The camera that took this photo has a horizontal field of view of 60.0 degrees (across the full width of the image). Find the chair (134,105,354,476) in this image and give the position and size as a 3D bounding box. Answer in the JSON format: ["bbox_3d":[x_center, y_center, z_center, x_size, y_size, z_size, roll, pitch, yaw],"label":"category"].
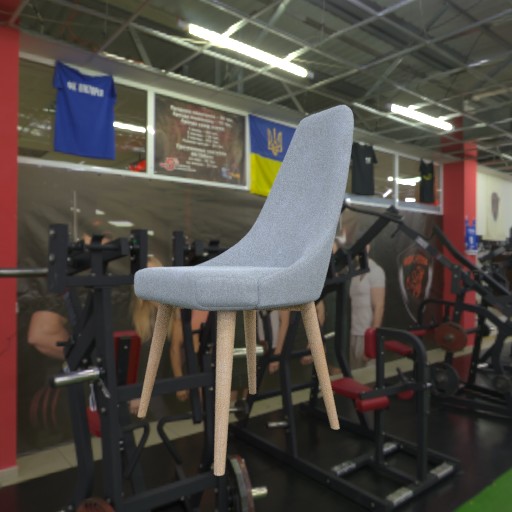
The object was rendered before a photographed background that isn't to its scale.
[{"bbox_3d":[0.000,0.000,1.406,0.660,1.040,0.510,0,0,-37],"label":"chair"}]
